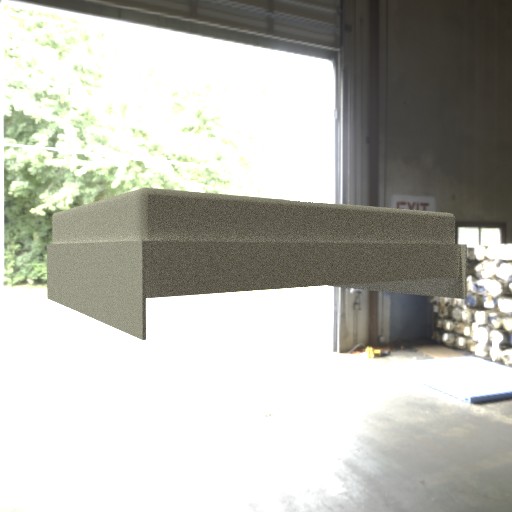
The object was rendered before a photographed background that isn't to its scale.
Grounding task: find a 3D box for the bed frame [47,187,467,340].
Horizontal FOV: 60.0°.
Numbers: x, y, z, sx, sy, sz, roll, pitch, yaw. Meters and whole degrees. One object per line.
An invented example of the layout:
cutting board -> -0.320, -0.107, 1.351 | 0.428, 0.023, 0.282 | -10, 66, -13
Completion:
bed frame -> 0.000, 0.000, 2.557 | 1.945, 0.497, 1.445 | -1, 1, -36
